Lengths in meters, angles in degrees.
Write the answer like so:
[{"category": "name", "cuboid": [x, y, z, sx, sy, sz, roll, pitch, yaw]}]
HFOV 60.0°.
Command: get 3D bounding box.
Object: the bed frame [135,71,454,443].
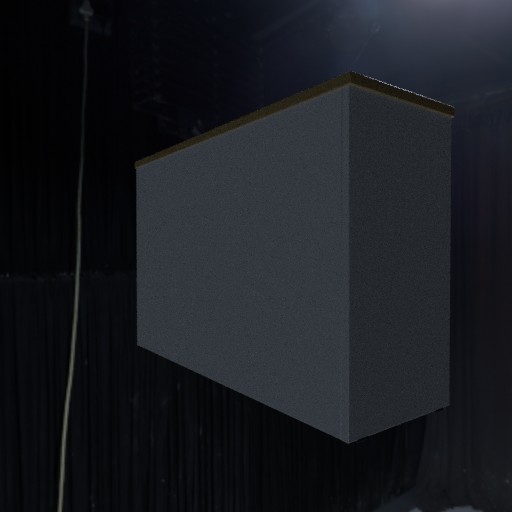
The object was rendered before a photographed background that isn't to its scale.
[{"category": "bed frame", "cuboid": [0.000, 0.000, 1.648, 0.430, 0.850, 1.300, -1, 1, -36]}]
